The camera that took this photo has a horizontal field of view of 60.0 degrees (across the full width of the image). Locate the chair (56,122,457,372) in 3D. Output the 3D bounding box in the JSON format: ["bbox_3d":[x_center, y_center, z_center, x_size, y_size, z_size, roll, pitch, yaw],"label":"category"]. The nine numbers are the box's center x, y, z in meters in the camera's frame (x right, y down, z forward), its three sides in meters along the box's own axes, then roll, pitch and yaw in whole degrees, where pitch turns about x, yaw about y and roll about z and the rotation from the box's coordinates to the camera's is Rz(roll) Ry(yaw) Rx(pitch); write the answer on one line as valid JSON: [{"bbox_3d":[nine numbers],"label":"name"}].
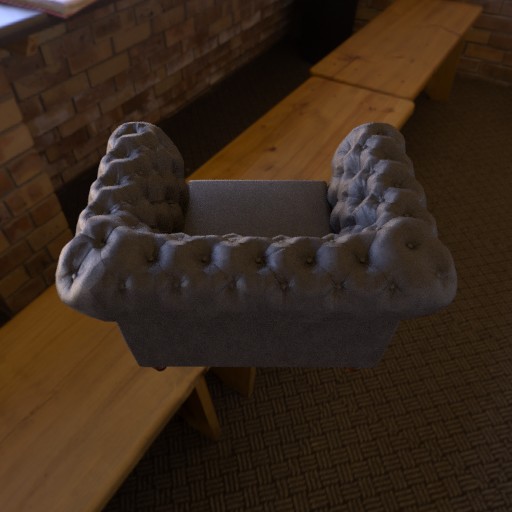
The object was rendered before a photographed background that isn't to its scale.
[{"bbox_3d":[0.000,0.000,1.853,1.298,0.780,0.943,0,47,0],"label":"chair"}]
